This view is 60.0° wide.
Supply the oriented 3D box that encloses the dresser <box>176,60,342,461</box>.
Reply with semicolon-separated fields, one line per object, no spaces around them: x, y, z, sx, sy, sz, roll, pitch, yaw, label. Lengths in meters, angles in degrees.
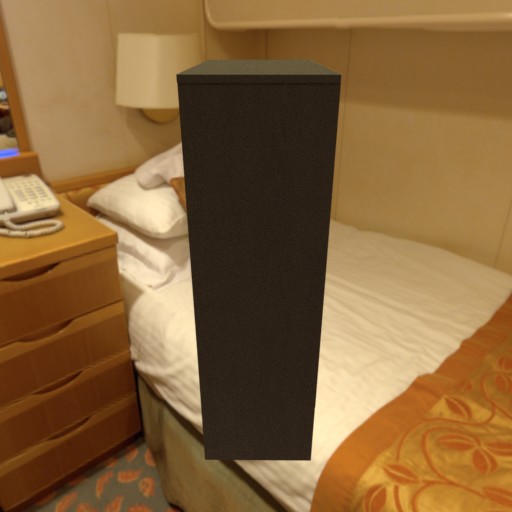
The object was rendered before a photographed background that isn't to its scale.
0.000;0.000;1.585;0.399;1.255;0.704;0;26;1;dresser
